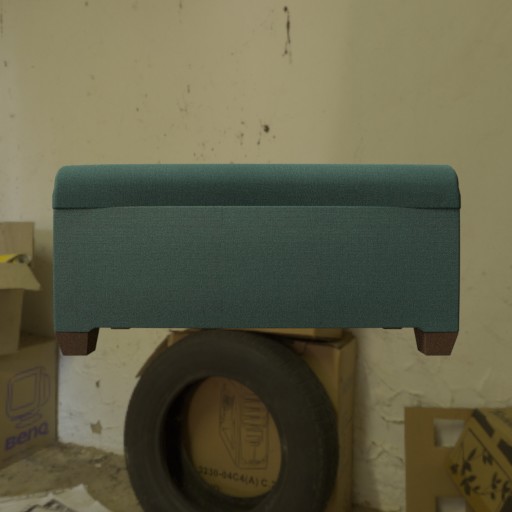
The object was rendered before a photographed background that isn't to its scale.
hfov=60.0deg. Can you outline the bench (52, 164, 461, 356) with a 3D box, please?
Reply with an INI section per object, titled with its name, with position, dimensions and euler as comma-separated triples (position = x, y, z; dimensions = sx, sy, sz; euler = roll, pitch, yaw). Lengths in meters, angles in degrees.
[bench]
position = 0.000, 0.000, 1.265
dimensions = 0.995, 0.474, 0.476
euler = 0, 1, 0
